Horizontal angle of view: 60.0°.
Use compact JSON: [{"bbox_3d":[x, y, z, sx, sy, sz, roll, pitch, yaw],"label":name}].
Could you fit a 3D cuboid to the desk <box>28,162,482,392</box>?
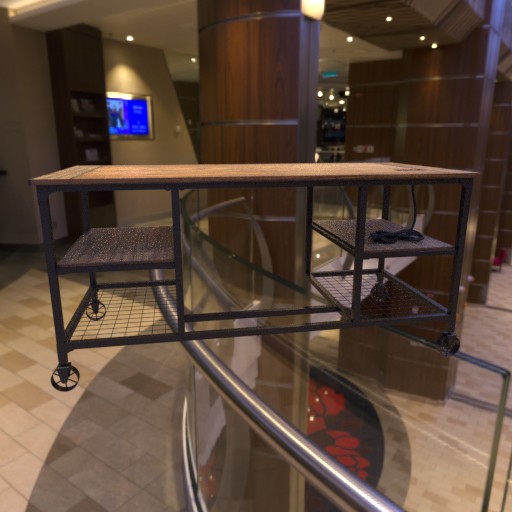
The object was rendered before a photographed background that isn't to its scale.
[{"bbox_3d":[0.000,0.000,1.932,1.590,0.751,0.711,-3,15,-10],"label":"desk"}]
